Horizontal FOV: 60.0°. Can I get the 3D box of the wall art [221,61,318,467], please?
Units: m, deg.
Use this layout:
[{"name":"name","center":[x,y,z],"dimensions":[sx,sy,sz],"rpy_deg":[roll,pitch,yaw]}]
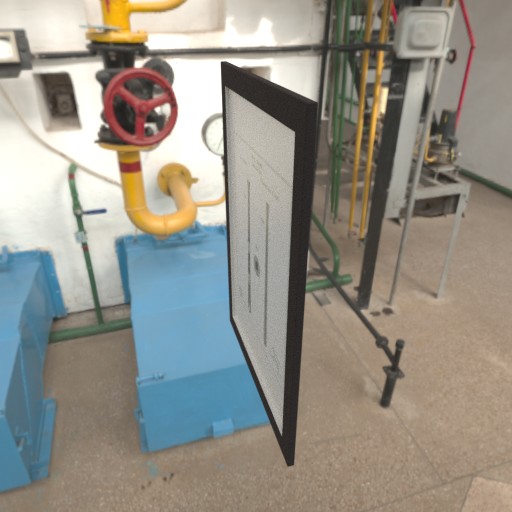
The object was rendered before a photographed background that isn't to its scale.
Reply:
[{"name":"wall art","center":[0.000,0.000,0.698],"dimensions":[0.012,0.529,0.374],"rpy_deg":[-8,30,-14]}]
